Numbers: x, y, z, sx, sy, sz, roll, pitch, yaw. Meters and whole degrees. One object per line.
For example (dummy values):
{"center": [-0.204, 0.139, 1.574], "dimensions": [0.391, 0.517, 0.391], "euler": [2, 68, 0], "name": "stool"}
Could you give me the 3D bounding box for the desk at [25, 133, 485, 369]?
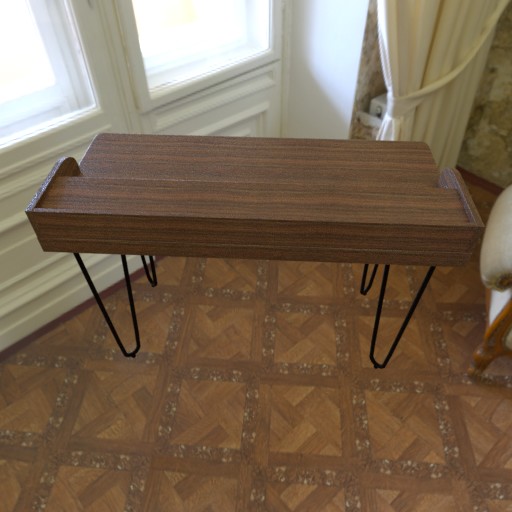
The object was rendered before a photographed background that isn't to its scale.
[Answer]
{"center": [0.000, 0.000, 1.652], "dimensions": [1.200, 0.854, 0.565], "euler": [2, 46, 2], "name": "desk"}
